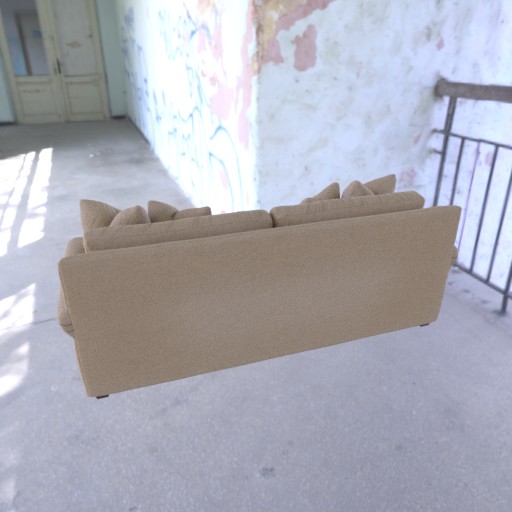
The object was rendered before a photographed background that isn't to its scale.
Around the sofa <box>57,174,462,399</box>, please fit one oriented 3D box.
[{"bbox_3d":[0.000,0.000,2.818,2.285,0.904,1.067,-9,27,-17],"label":"sofa"}]
